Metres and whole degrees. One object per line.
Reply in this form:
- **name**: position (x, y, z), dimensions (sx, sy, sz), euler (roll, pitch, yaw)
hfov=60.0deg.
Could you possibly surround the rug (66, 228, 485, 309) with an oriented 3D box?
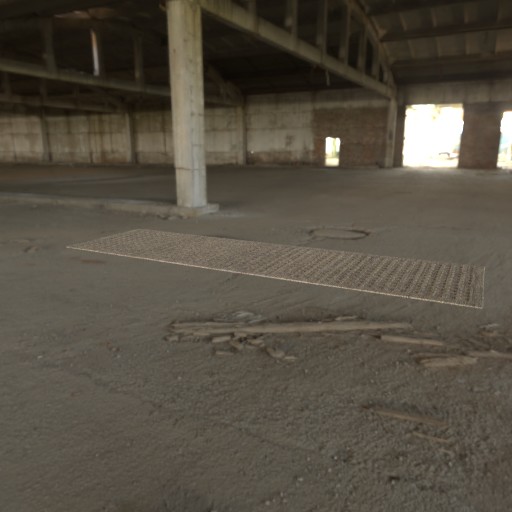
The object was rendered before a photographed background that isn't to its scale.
- **rug**: position (0.000, 0.000, 2.654), dimensions (2.443, 0.009, 0.706), euler (7, 16, 26)
